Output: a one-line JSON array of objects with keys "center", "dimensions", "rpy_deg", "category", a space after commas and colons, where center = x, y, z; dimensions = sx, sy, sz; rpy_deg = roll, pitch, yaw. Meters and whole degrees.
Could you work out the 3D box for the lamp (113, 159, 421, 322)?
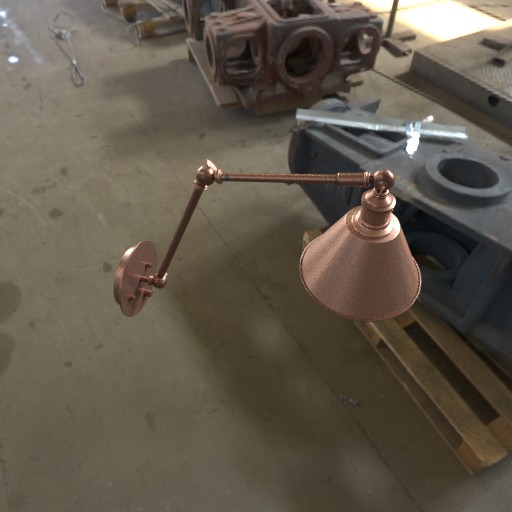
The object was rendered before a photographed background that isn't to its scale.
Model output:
[{"center": [0.000, 0.000, 0.878], "dimensions": [0.624, 0.502, 0.223], "rpy_deg": [11, 49, 10], "category": "lamp"}]
